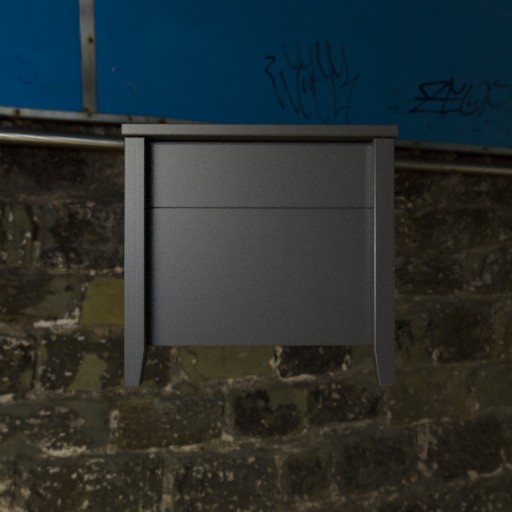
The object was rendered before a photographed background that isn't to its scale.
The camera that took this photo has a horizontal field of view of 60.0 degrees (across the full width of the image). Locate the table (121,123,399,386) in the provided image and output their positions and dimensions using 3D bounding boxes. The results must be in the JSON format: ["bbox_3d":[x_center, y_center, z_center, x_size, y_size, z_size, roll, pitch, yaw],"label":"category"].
[{"bbox_3d":[0.000,0.000,1.276,0.483,0.457,1.016,0,0,-1],"label":"table"}]
